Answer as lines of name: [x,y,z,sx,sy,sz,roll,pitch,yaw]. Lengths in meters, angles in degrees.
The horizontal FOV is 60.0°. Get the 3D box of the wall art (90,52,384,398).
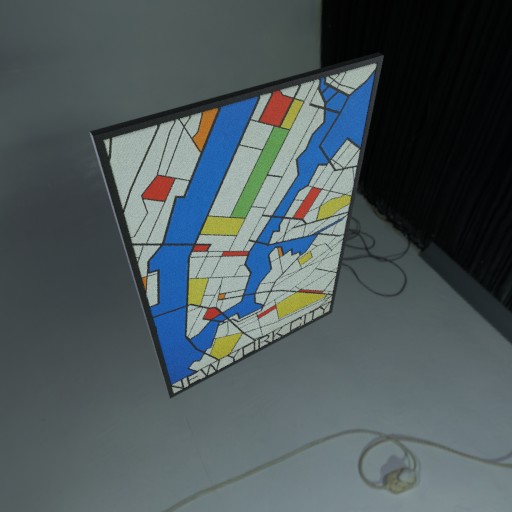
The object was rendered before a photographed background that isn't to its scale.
wall art: [0.000,0.000,0.842,0.457,0.657,0.013,-24,50,-21]
